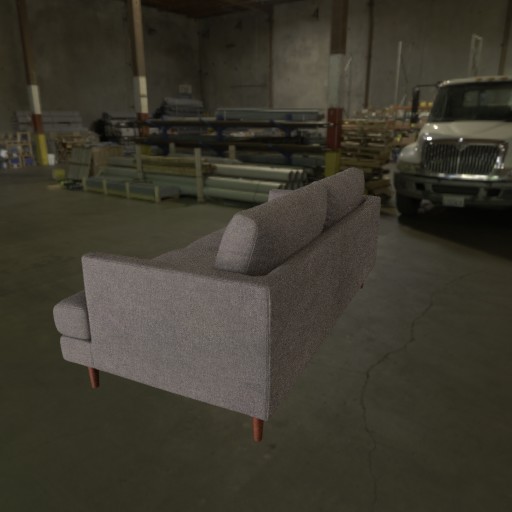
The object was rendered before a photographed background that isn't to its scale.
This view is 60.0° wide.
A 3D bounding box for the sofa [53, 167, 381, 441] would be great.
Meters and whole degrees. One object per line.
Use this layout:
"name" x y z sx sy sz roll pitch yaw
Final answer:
"sofa" 0.000 0.000 2.510 1.020 0.868 1.948 8 19 24
